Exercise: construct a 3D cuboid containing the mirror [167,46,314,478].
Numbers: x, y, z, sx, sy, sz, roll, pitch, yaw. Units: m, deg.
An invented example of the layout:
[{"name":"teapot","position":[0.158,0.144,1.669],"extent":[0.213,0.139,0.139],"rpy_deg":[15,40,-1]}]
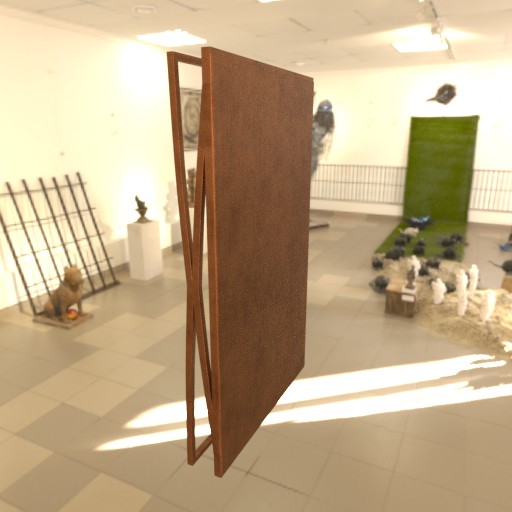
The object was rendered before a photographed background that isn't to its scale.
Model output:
[{"name":"mirror","position":[0.000,0.000,0.972],"extent":[0.082,0.768,0.468],"rpy_deg":[8,18,25]}]
